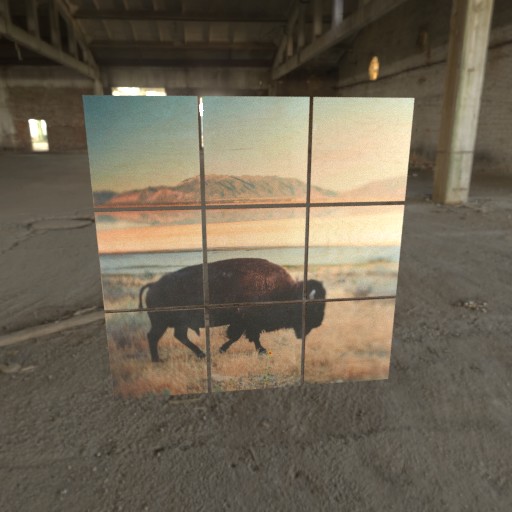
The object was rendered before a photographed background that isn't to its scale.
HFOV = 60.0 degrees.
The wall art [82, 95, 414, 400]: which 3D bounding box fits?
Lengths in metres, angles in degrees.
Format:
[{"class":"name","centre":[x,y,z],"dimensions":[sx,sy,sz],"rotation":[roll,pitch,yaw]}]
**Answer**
[{"class":"wall art","centre":[0.000,0.000,1.796],"dimensions":[1.221,1.218,0.019],"rotation":[-2,16,-7]}]
